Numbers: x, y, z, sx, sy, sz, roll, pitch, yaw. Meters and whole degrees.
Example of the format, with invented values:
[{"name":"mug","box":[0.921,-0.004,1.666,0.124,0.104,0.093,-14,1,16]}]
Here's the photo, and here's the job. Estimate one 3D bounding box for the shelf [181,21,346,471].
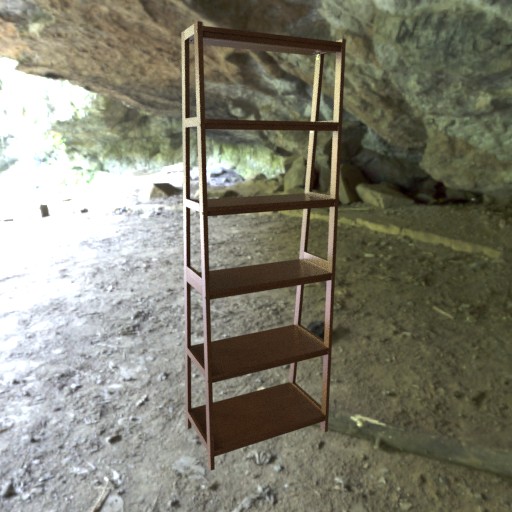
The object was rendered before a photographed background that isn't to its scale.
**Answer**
[{"name":"shelf","box":[0.000,0.000,2.122,0.660,1.892,0.382,-7,16,-25]}]
